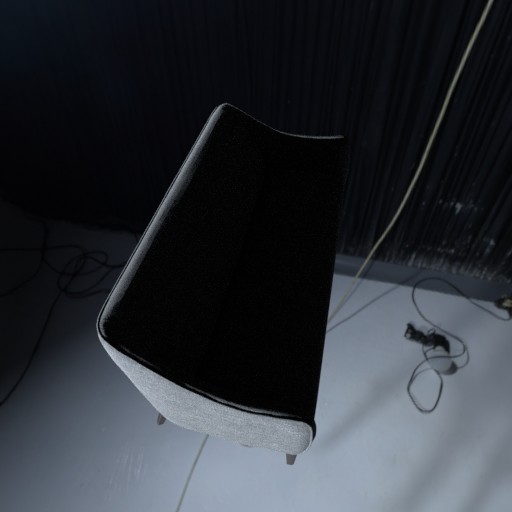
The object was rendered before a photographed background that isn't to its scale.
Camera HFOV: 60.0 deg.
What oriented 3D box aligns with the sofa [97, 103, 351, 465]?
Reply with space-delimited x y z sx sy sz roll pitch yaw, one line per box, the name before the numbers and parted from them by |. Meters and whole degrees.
sofa | 0.000 0.000 2.398 0.867 0.829 1.928 9 47 8
